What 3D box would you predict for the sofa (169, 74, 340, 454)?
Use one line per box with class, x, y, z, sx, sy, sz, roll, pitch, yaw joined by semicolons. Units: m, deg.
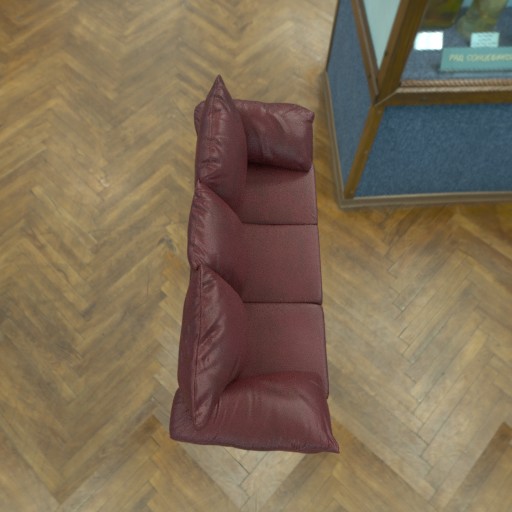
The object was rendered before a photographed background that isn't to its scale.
sofa;0.000;0.000;2.921;0.907;1.091;2.390;0;64;0
